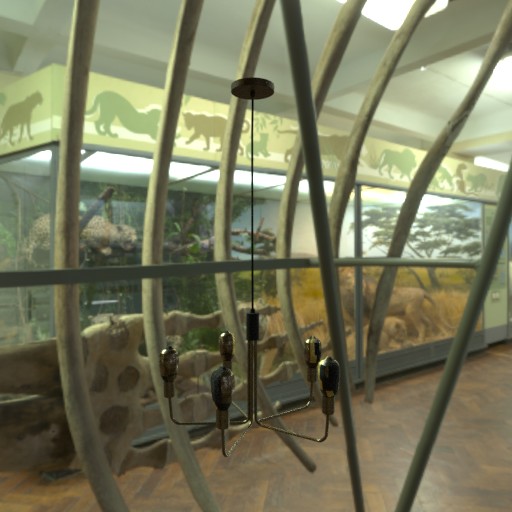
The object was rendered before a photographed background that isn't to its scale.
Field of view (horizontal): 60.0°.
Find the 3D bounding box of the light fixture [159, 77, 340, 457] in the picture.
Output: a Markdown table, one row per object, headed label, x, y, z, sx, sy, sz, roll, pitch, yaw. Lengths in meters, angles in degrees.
| label | x | y | z | sx | sy | sz | roll | pitch | yaw |
| --- | --- | --- | --- | --- | --- | --- | --- | --- | --- |
| light fixture | 0.000 | 0.000 | 1.411 | 0.532 | 1.059 | 0.588 | 0 | 1 | -37 |
